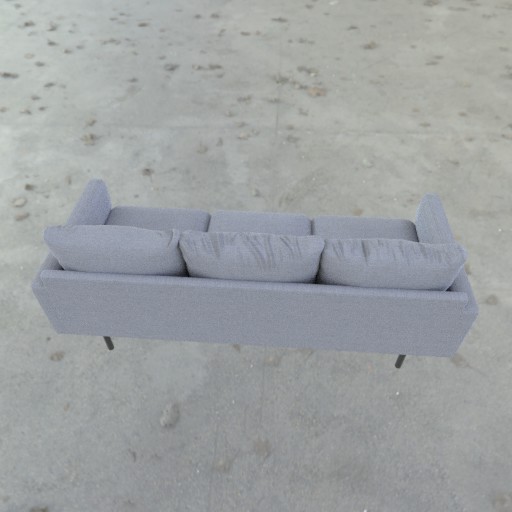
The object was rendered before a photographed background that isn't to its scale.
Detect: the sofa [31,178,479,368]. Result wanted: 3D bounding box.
[{"bbox_3d":[0.000,0.000,2.353,2.000,0.830,0.850,3,46,3],"label":"sofa"}]
